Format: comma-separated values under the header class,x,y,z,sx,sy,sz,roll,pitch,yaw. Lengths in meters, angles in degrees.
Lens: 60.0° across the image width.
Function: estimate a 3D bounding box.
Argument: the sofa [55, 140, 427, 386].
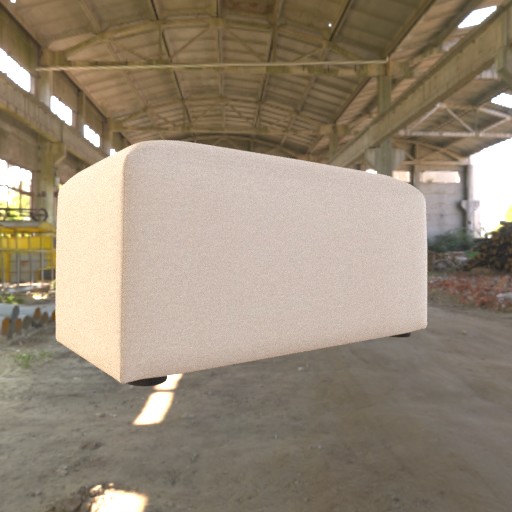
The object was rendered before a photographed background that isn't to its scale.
class,x,y,z,sx,sy,sz,roll,pitch,yaw
sofa,0.000,0.000,1.212,0.930,0.470,0.480,0,0,-37
